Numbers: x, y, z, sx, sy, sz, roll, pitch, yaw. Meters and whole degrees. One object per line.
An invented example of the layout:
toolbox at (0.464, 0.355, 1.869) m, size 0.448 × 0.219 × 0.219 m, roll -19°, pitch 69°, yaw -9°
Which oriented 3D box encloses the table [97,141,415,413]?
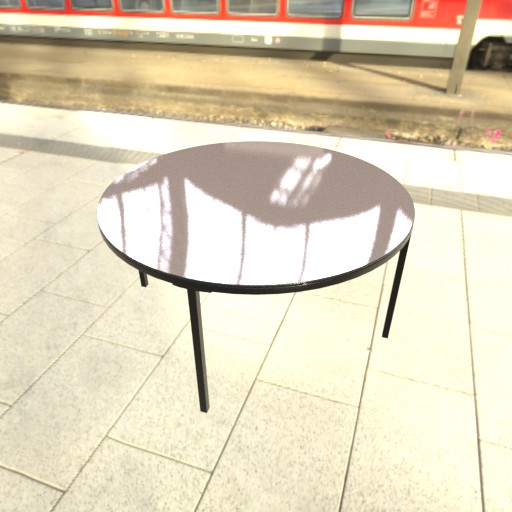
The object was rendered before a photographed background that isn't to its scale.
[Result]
table at (0.000, 0.000, 1.270) m, size 0.800 × 0.400 × 0.800 m, roll 0°, pitch 34°, yaw 0°
